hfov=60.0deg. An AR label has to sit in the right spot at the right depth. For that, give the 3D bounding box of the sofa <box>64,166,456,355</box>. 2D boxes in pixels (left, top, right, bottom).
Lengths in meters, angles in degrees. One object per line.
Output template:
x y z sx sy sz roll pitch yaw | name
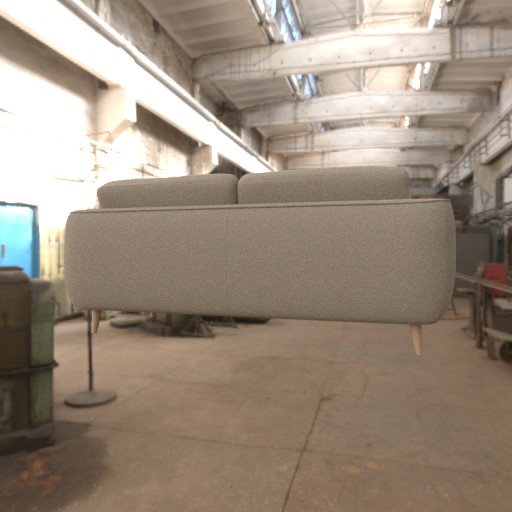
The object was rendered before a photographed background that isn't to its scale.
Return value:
0.000 0.000 2.491 2.000 0.850 0.920 0 1 17 | sofa
